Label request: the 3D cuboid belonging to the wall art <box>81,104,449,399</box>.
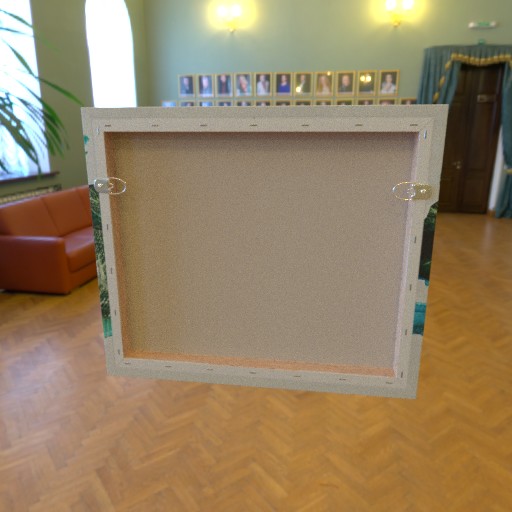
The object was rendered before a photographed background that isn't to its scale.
[{"bbox_3d":[0.000,0.000,0.680,0.507,0.435,0.041,2,16,8],"label":"wall art"}]
